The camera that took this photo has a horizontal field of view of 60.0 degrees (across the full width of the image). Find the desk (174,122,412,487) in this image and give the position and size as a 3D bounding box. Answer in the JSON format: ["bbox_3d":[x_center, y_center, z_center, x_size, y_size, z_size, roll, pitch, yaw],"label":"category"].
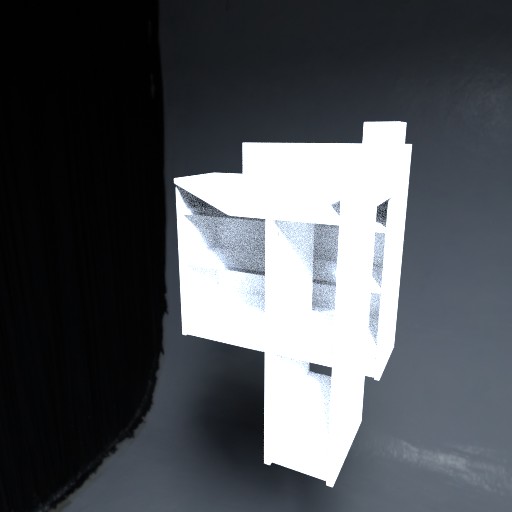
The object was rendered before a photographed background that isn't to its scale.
[{"bbox_3d":[0.000,0.000,1.699,0.940,0.986,0.940,7,17,26],"label":"desk"}]
